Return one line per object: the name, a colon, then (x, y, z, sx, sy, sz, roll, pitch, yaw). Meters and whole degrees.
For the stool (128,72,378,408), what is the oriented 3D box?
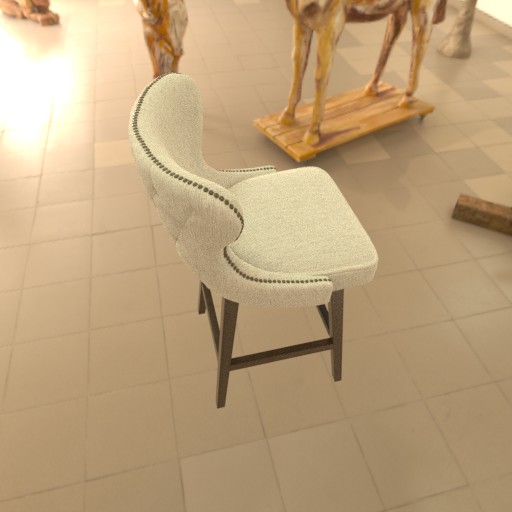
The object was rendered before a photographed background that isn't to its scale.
stool: (0.000, 0.000, 1.377, 0.597, 0.972, 0.615, -10, 46, -10)
